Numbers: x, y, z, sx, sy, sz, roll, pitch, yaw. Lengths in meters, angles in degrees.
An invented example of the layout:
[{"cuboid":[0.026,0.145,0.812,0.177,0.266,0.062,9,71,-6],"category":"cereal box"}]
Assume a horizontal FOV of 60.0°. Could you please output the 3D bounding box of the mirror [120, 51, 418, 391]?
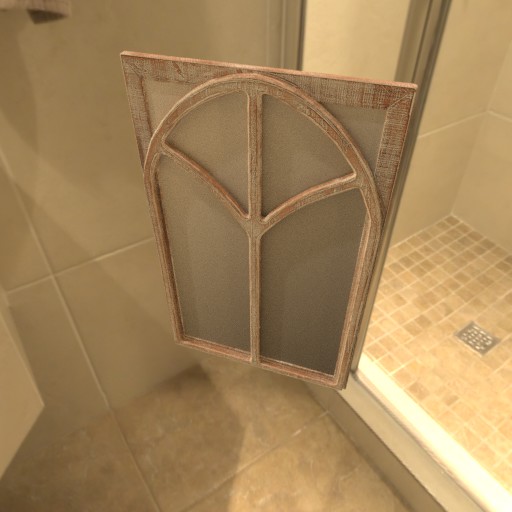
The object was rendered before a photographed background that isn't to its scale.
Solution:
[{"cuboid":[0.000,0.000,0.960,0.495,0.787,0.058,13,43,14],"category":"mirror"}]
